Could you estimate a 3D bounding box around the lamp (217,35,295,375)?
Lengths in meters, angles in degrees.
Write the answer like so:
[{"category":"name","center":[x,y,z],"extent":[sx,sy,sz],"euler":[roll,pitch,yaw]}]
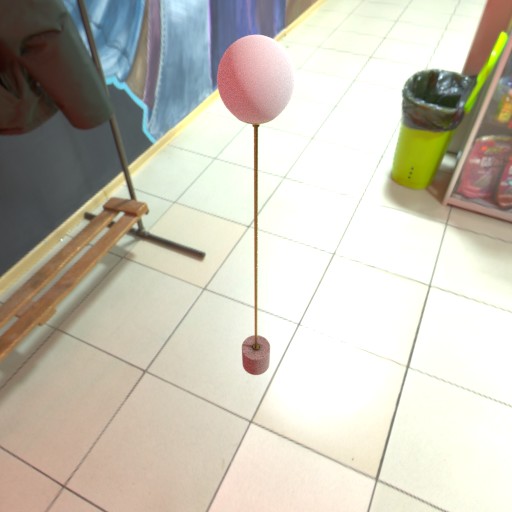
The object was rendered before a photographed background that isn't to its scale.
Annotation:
[{"category":"lamp","center":[0.000,0.000,1.852],"extent":[0.229,1.748,0.229],"euler":[-24,51,-21]}]
